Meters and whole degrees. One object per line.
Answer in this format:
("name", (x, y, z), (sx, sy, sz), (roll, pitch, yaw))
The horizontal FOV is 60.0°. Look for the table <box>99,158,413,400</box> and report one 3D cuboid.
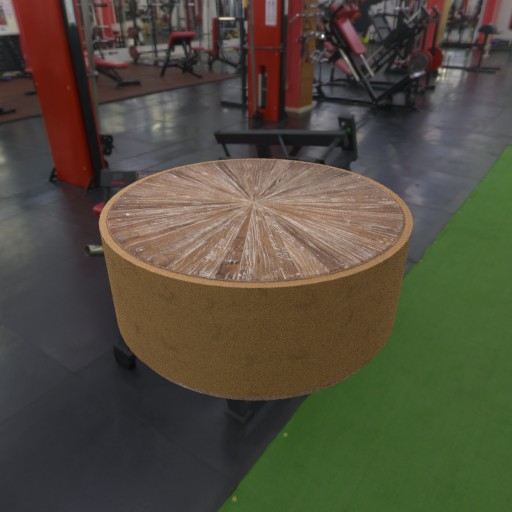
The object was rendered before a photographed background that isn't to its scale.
("table", (0.000, 0.000, 1.576), (1.001, 0.409, 1.001), (0, 30, 0))
